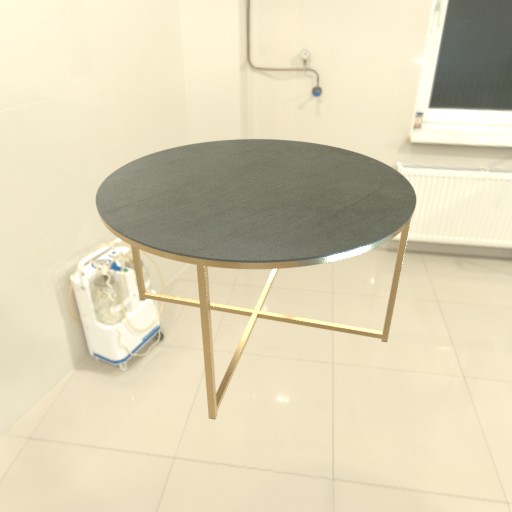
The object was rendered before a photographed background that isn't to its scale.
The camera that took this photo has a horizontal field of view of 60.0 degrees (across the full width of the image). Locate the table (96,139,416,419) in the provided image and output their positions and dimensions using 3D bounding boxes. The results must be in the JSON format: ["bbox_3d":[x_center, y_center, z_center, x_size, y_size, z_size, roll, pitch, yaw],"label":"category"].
[{"bbox_3d":[0.000,0.000,1.272,0.800,0.450,0.800,0,30,0],"label":"table"}]
